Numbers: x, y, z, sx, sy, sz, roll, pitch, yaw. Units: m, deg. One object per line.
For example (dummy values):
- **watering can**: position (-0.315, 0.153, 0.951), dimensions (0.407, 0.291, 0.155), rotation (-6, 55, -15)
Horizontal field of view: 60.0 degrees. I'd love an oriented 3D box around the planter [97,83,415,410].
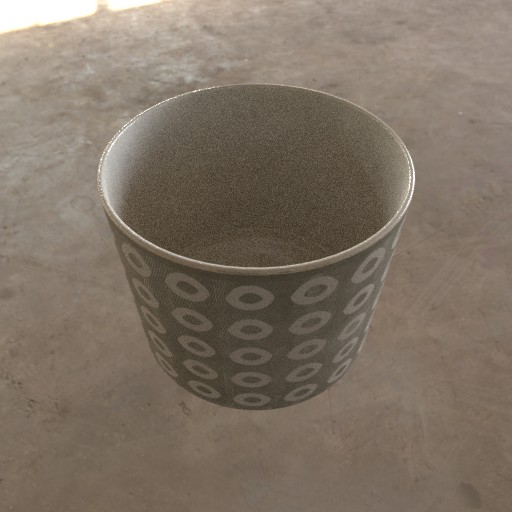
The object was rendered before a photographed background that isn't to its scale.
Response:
- **planter**: position (0.000, 0.000, 0.445), dimensions (0.250, 0.239, 0.250), rotation (0, 47, 0)
